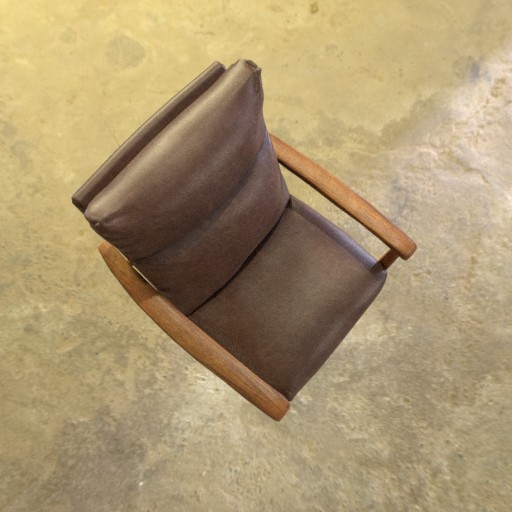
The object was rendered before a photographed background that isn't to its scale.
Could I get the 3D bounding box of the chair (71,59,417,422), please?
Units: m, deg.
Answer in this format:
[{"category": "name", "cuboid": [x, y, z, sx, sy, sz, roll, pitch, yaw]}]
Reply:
[{"category": "chair", "cuboid": [0.000, 0.000, 1.524, 0.830, 0.897, 0.782, 40, 77, 11]}]
